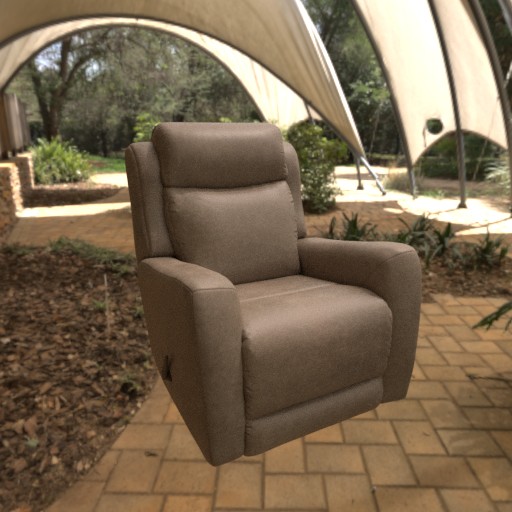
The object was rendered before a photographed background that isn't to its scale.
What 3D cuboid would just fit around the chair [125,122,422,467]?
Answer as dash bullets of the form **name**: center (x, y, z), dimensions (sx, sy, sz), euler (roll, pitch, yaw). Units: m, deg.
- **chair**: center (0.000, 0.000, 1.918), dimensions (0.967, 1.116, 1.068), euler (-8, 18, -26)
